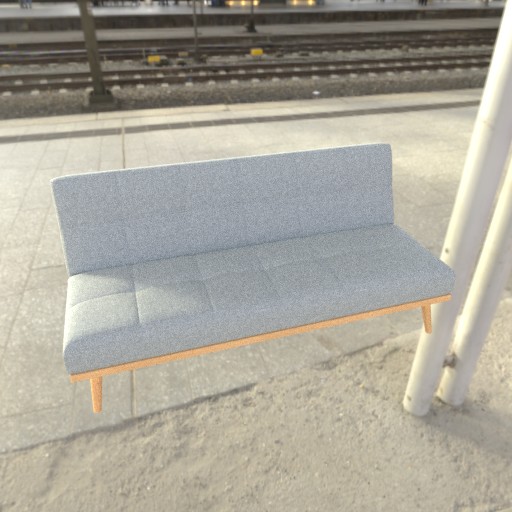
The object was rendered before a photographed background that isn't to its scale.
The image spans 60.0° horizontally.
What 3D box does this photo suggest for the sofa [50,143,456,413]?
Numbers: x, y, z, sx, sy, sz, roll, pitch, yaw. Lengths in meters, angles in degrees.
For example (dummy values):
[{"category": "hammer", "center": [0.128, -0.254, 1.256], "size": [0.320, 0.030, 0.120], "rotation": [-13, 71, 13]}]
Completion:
[{"category": "sofa", "center": [0.000, 0.000, 2.214], "size": [1.820, 0.800, 0.800], "rotation": [-9, 33, -15]}]
